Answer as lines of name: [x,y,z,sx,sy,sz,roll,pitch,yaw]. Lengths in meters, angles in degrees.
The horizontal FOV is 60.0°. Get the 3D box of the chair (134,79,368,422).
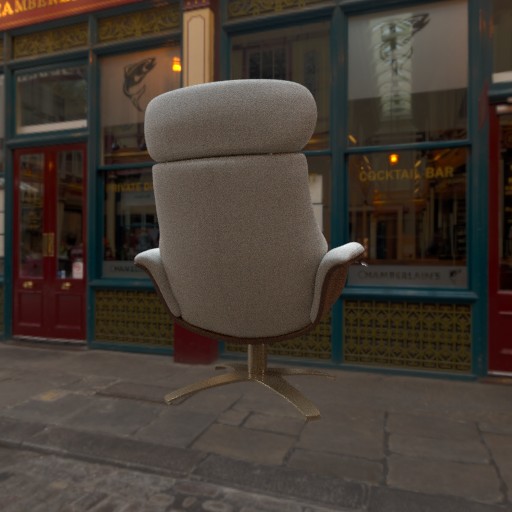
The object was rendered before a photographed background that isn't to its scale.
chair: [0.000,0.000,1.626,0.785,0.995,0.837,0,-1,19]
